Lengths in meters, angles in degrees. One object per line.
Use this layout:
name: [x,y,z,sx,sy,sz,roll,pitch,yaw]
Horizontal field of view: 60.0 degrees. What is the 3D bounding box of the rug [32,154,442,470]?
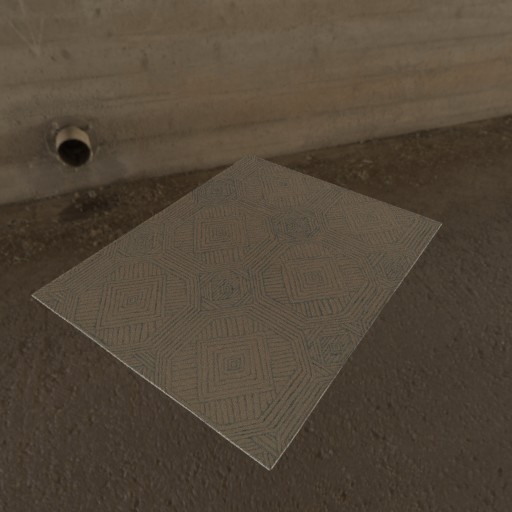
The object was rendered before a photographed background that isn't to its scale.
rug: [0.000,0.000,4.111,2.457,0.015,3.049,26,47,27]
